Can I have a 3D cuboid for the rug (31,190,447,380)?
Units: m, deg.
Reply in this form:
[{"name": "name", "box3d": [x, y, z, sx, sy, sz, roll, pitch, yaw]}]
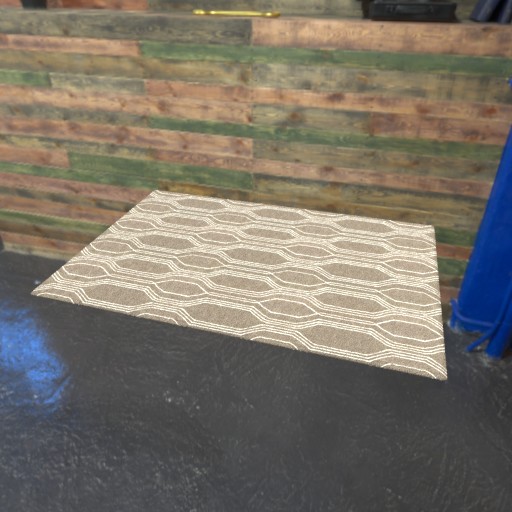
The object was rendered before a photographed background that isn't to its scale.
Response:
[{"name": "rug", "box3d": [0.000, 0.000, 2.350, 1.836, 0.012, 1.239, 9, 33, 14]}]
